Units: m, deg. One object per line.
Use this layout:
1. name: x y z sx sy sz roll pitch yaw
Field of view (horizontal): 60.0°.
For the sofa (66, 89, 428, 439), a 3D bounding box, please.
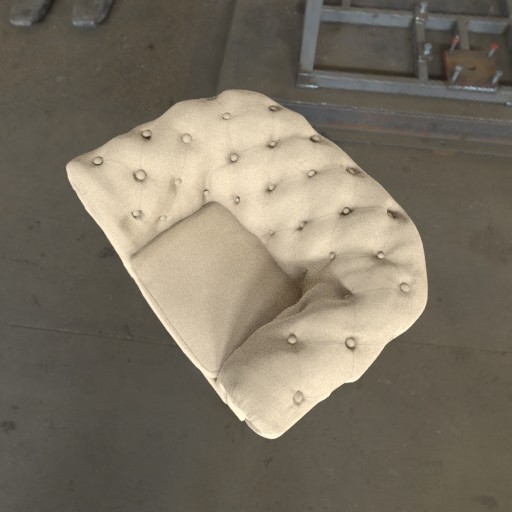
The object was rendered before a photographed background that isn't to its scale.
1. sofa: 0.000 0.000 2.056 1.034 0.878 1.405 -35 68 -16
